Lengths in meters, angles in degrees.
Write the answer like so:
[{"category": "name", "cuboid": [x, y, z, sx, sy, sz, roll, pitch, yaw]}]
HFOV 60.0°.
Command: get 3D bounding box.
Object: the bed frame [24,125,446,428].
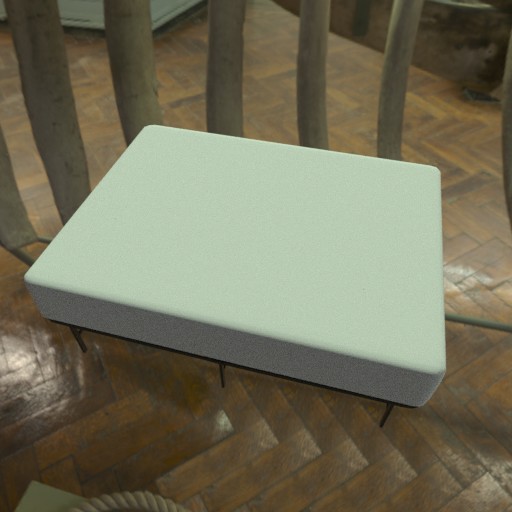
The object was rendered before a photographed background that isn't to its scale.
[{"category": "bed frame", "cuboid": [0.000, 0.000, 2.736, 2.037, 0.677, 1.528, 11, 48, 10]}]
